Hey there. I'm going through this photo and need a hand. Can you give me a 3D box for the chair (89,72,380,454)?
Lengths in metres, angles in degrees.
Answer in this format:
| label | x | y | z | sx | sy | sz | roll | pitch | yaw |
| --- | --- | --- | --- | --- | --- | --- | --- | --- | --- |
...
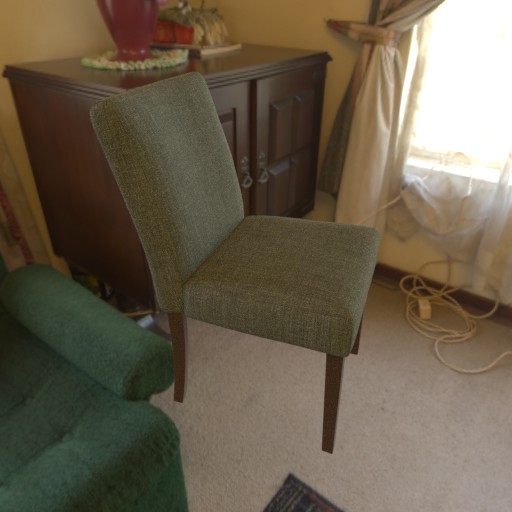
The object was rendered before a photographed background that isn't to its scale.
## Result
| label | x | y | z | sx | sy | sz | roll | pitch | yaw |
| --- | --- | --- | --- | --- | --- | --- | --- | --- | --- |
| chair | 0.000 | 0.000 | 1.240 | 0.629 | 0.884 | 0.487 | 11 | 32 | 18 |
